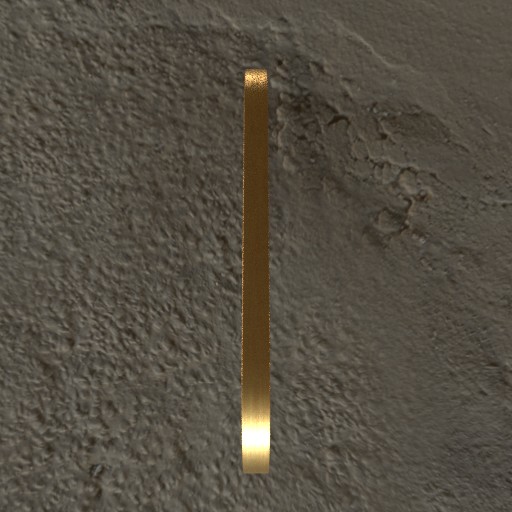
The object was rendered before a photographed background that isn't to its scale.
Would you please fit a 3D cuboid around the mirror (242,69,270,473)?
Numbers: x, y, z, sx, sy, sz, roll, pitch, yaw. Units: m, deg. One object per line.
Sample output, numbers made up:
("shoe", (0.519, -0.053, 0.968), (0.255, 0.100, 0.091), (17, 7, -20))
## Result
("mirror", (0.000, 0.000, 0.657), (0.032, 0.254, 0.584), (0, 74, 0))
